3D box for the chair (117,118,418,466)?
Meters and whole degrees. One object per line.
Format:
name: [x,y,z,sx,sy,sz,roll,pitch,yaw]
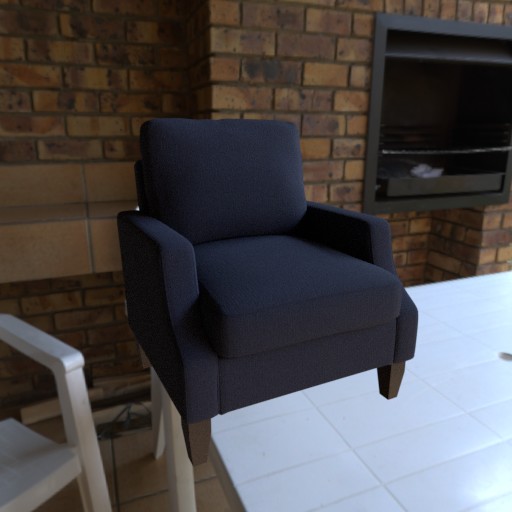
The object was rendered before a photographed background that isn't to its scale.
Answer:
chair: [0.000,0.000,1.648,0.855,0.991,0.897,-8,17,-26]
